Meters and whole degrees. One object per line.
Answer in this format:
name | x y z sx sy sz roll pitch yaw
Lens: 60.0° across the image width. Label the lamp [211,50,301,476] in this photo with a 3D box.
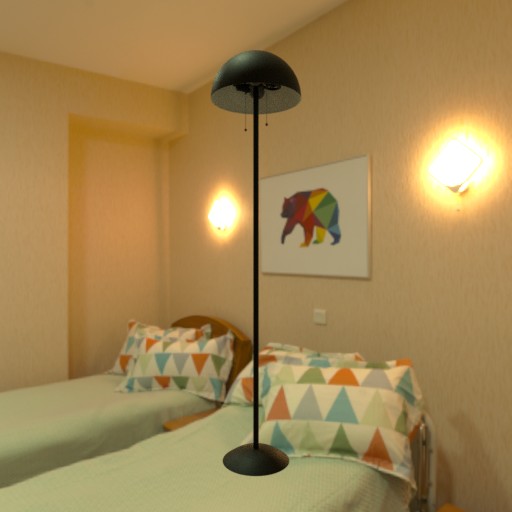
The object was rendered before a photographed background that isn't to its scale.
lamp | 0.000 0.000 1.610 0.328 1.480 0.328 0 0 19
